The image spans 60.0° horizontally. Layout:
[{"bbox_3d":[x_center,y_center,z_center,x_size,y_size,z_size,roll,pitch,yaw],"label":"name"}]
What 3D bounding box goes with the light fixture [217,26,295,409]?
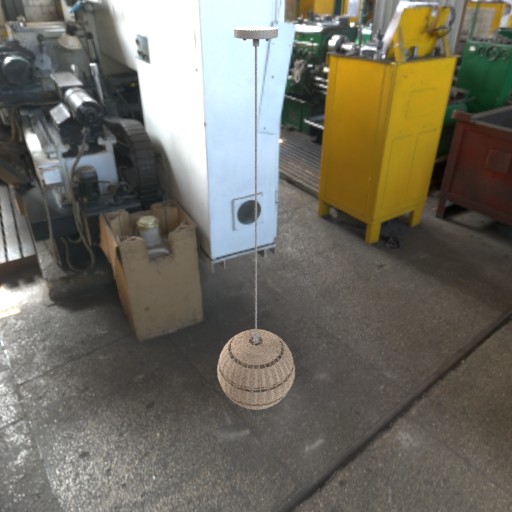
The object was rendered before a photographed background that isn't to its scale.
[{"bbox_3d":[0.000,0.000,2.202,0.457,2.019,0.457,9,33,15],"label":"light fixture"}]
